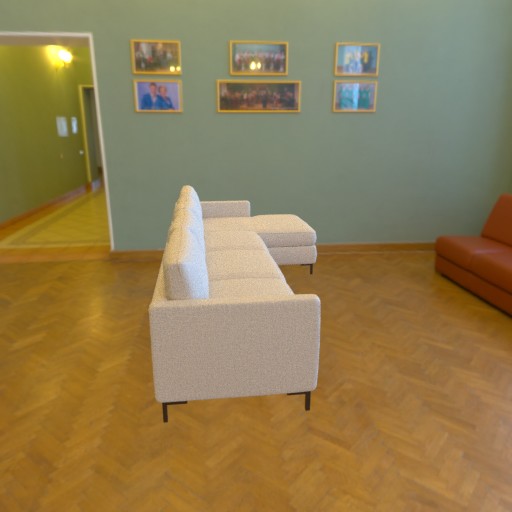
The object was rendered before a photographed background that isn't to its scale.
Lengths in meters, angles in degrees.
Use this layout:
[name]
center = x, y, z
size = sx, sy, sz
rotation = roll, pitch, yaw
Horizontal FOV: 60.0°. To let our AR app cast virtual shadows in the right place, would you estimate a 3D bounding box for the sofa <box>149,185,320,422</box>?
[sofa]
center = 0.000, 0.000, 3.227
size = 1.258, 0.755, 2.731
rotation = -2, 16, -7
